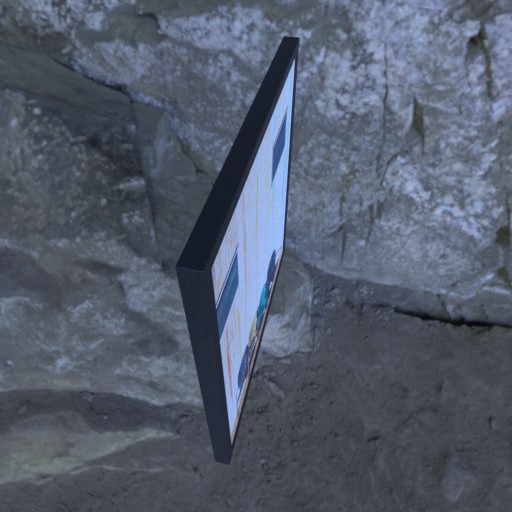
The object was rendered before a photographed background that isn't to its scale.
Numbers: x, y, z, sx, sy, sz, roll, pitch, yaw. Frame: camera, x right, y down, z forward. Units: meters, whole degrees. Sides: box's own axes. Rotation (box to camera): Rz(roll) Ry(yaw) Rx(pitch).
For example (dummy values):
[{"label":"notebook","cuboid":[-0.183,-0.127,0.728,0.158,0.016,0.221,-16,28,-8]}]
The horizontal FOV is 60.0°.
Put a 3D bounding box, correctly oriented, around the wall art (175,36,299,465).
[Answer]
[{"label":"wall art","cuboid":[0.000,0.000,1.105,0.039,0.763,0.763,10,48,9]}]
